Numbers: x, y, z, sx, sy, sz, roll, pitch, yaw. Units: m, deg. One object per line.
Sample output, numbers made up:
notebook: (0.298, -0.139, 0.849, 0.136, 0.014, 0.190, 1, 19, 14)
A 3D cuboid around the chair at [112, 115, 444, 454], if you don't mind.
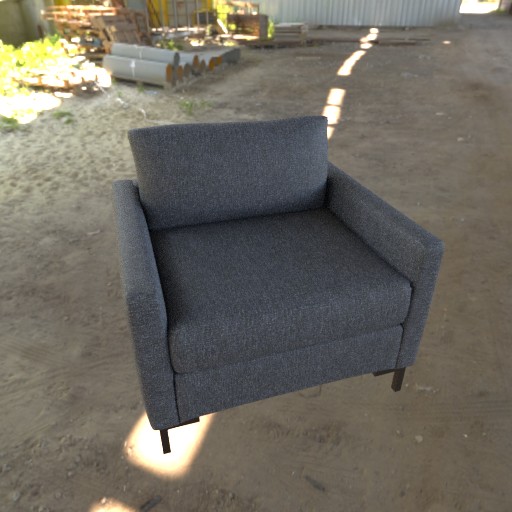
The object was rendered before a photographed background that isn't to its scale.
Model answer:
chair: (0.000, 0.000, 1.633, 0.963, 0.861, 0.866, -9, 32, -15)
